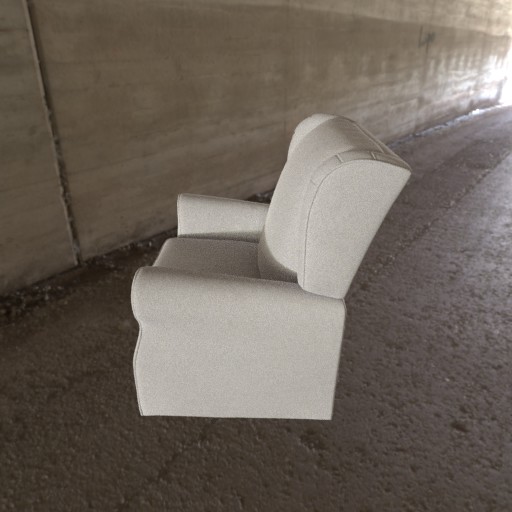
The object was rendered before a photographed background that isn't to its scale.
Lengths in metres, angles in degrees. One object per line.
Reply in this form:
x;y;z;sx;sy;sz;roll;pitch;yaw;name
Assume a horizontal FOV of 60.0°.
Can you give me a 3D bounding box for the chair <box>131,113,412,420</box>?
0.000;0.000;1.720;0.854;0.967;0.906;0;26;1;chair
